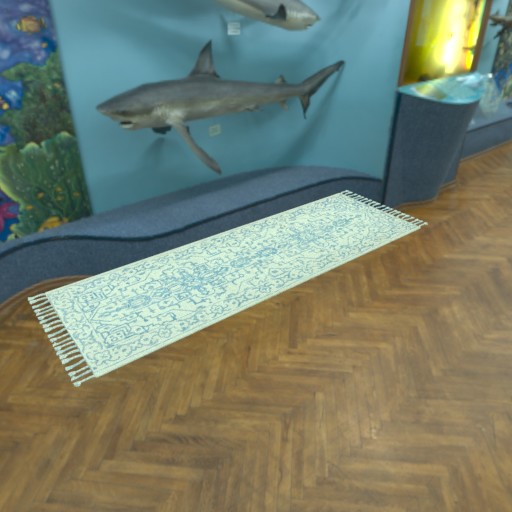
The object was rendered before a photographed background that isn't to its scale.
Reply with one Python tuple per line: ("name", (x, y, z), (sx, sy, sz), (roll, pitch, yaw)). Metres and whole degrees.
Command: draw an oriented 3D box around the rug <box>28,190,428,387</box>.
("rug", (0.000, 0.000, 2.706), (2.449, 0.011, 0.774), (-21, 37, -31))
